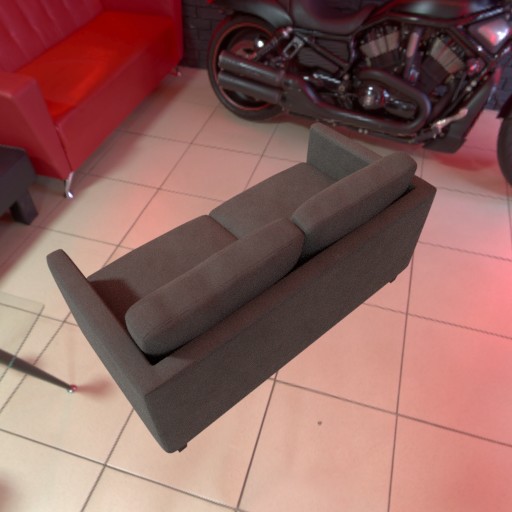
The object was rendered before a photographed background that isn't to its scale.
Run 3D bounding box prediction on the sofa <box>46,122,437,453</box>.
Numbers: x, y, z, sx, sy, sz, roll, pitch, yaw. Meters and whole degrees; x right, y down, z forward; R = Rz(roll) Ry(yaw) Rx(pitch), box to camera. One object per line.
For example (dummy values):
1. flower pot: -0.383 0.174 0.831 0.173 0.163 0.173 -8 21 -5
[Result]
1. sofa: 0.000 0.000 2.461 1.884 0.963 0.950 -32 55 -26
